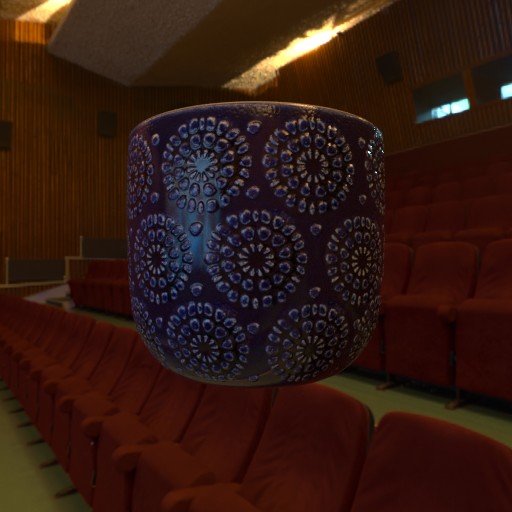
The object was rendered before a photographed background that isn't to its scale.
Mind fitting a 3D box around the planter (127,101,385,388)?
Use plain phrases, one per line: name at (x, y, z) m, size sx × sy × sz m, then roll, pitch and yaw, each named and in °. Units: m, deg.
planter at (0.000, 0.000, 0.295) m, size 0.165 × 0.149 × 0.165 m, roll 0°, pitch -1°, yaw 0°
